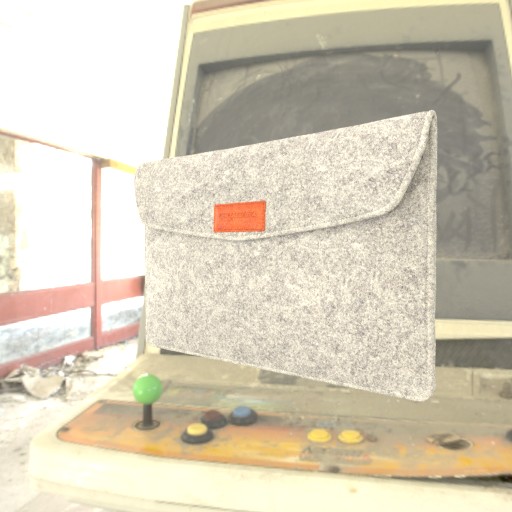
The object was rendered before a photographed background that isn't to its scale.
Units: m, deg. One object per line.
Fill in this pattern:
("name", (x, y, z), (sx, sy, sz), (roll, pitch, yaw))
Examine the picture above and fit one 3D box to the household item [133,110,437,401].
("household item", (0.000, 0.000, 0.433), (0.335, 0.221, 0.057), (1, 1, 37))
